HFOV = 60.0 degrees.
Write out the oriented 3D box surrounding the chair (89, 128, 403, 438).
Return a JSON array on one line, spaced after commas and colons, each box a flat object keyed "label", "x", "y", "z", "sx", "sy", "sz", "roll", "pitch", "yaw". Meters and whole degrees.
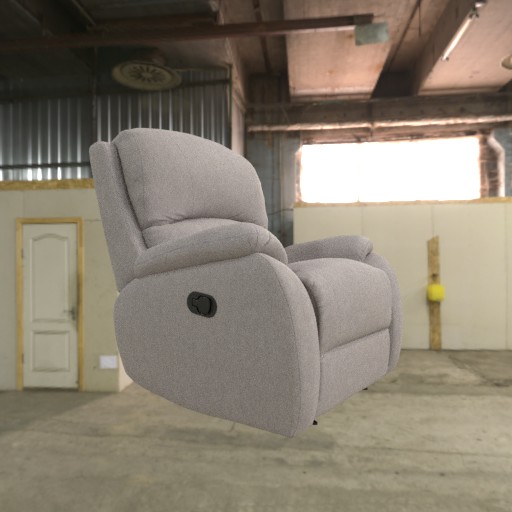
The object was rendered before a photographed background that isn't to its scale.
[{"label": "chair", "x": 0.000, "y": 0.000, "z": 1.711, "sx": 0.899, "sy": 1.011, "sz": 0.930, "roll": 0, "pitch": 0, "yaw": 35}]
